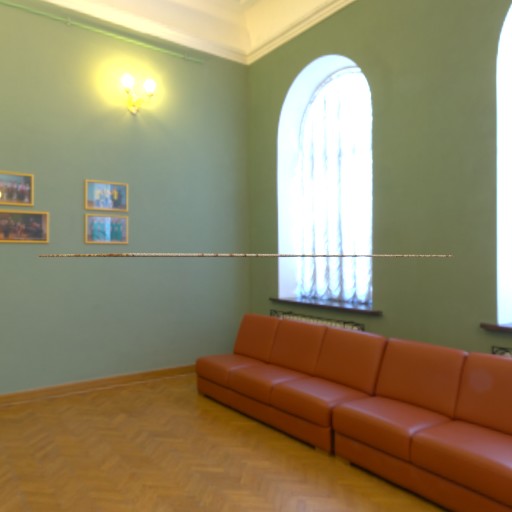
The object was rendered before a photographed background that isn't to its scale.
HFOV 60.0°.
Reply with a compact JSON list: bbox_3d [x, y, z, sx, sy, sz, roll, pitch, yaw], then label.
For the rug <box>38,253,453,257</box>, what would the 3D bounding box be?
[{"bbox_3d":[0.000,0.000,3.050,2.435,0.011,1.517,0,0,-38],"label":"rug"}]
